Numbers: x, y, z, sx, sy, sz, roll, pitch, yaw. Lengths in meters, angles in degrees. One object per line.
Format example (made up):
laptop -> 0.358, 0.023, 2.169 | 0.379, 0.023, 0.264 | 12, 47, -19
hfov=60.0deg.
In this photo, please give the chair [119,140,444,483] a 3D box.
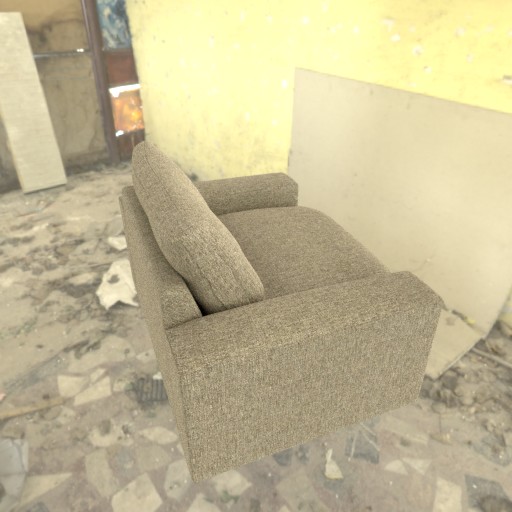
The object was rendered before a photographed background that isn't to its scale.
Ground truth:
chair -> 0.000, 0.000, 2.048 | 1.039, 0.915, 1.398 | -12, 33, -19
